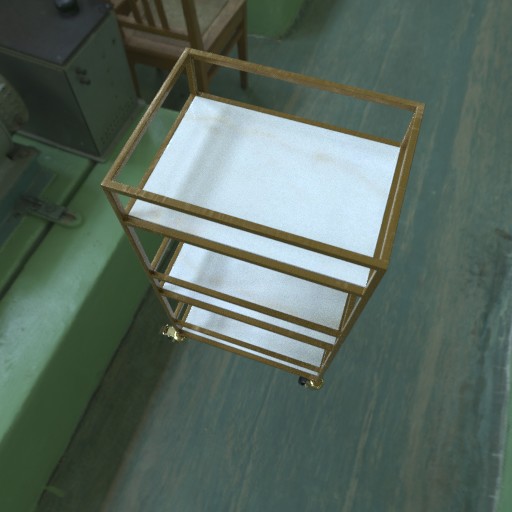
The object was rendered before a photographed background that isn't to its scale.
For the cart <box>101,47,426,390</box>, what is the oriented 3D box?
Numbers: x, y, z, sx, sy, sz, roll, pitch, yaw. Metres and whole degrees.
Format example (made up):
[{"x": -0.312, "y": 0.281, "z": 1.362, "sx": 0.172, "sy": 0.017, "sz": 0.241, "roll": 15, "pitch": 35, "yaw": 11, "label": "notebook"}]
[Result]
[{"x": 0.000, "y": 0.000, "z": 0.996, "sx": 0.483, "sy": 0.761, "sz": 0.332, "roll": 17, "pitch": 64, "yaw": 9, "label": "cart"}]
